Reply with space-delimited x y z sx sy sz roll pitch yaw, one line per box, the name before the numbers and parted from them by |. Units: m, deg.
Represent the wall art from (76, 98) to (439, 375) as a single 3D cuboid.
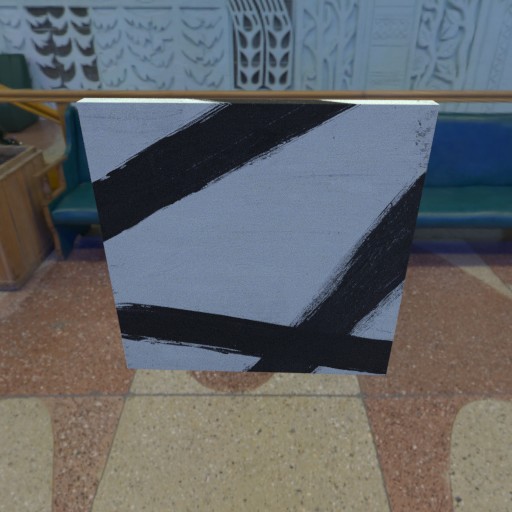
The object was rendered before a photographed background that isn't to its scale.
wall art | 0.000 0.000 1.141 0.765 0.765 0.046 1 30 2
